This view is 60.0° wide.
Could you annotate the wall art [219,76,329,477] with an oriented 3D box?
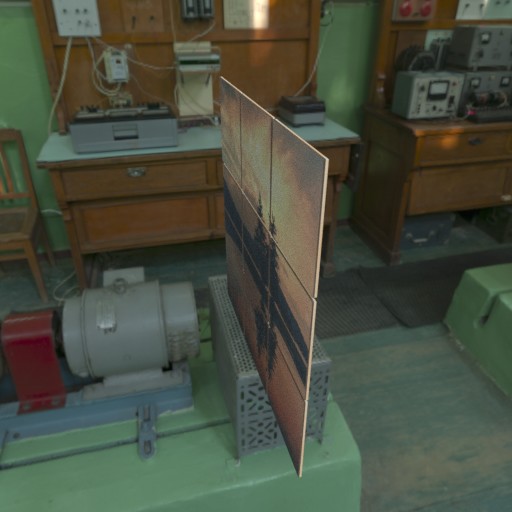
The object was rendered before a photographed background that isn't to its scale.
[{"bbox_3d":[0.000,0.000,1.841,0.013,1.218,1.216,-8,32,-13],"label":"wall art"}]
